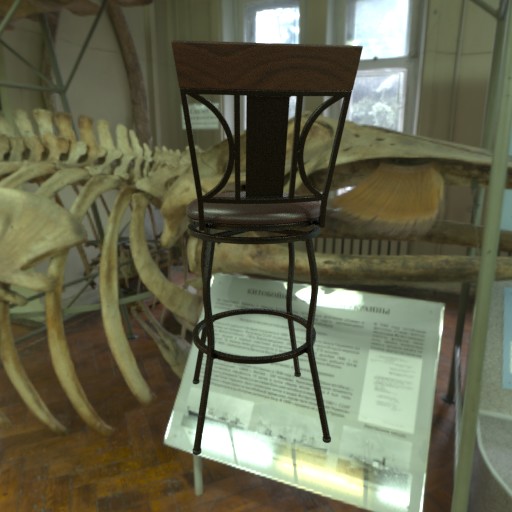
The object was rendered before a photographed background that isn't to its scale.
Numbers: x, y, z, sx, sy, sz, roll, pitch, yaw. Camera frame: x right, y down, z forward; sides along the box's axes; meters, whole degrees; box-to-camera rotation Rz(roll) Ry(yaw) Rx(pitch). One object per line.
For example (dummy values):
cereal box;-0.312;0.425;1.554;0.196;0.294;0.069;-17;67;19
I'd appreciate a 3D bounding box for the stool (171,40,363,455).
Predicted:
stool;0.000;0.000;1.383;0.448;1.130;0.513;-2;15;-8
